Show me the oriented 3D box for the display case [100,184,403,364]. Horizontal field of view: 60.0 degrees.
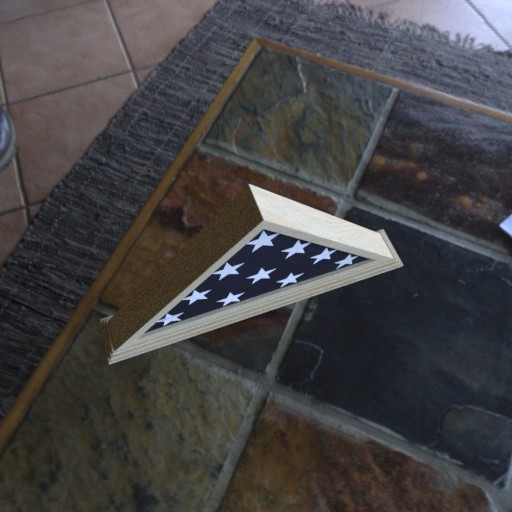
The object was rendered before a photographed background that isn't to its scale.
[{"bbox_3d":[0.000,0.000,0.781,0.640,0.340,0.095,-17,64,-9],"label":"display case"}]
